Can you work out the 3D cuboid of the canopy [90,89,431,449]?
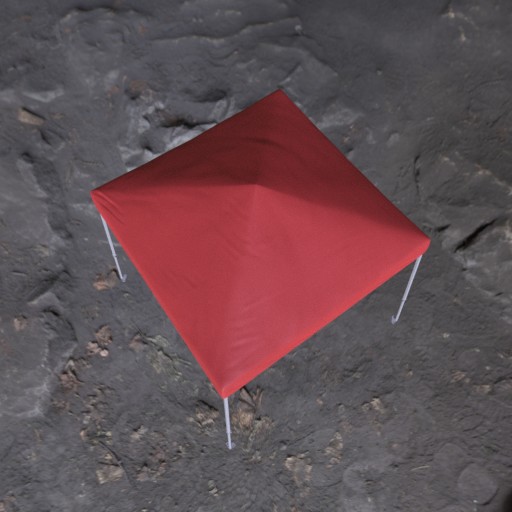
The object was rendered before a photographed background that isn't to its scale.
[{"bbox_3d":[0.000,0.000,5.066,2.848,2.849,2.849,-33,69,-14],"label":"canopy"}]
